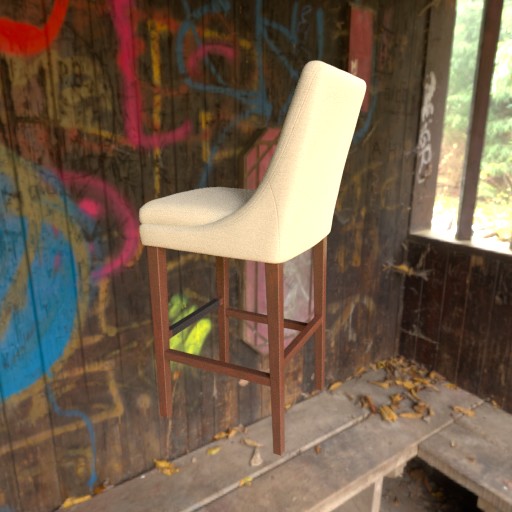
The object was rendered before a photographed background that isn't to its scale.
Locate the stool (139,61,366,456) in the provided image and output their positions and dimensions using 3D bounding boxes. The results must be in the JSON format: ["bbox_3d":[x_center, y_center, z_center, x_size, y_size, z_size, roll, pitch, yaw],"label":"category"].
[{"bbox_3d":[0.000,0.000,1.421,0.577,1.078,0.470,8,17,25],"label":"stool"}]
